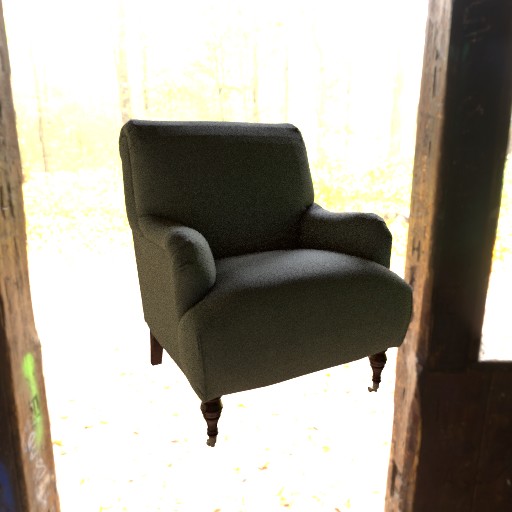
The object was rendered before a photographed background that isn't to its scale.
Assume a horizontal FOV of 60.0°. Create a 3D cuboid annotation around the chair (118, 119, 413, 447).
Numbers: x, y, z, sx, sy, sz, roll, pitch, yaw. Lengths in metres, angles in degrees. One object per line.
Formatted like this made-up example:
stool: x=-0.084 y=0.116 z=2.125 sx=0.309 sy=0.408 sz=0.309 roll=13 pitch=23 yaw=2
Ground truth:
chair: x=0.000 y=0.000 z=1.963 sx=0.964 sy=1.178 sz=1.060 roll=-8 pitch=16 yaw=-27
